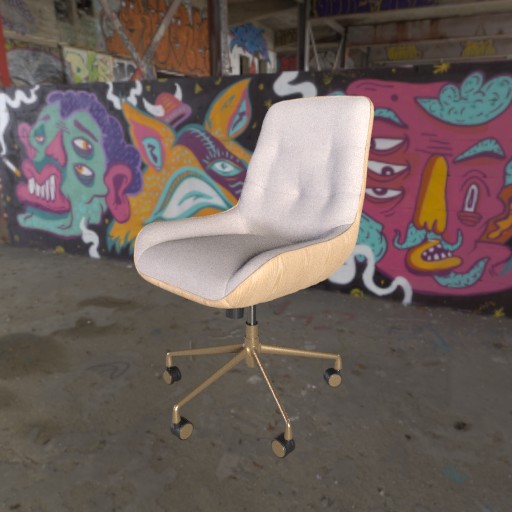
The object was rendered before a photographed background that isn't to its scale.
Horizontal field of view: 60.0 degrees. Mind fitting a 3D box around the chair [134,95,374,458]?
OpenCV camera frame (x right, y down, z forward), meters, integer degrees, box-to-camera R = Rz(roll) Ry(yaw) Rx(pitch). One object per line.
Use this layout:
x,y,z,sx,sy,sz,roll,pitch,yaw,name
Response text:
0.000,0.000,1.355,0.564,0.952,0.668,15,21,42,chair
